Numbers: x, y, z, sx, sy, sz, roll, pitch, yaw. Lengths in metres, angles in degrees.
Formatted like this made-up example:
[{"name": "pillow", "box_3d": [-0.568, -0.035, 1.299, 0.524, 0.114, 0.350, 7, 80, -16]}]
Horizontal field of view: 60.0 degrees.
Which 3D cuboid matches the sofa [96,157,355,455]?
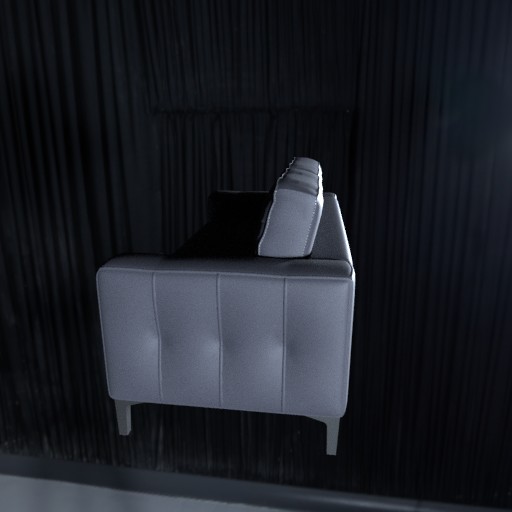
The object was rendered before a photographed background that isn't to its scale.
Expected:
[{"name": "sofa", "box_3d": [0.000, 0.000, 2.205, 0.833, 0.893, 1.726, 2, 17, 7]}]
